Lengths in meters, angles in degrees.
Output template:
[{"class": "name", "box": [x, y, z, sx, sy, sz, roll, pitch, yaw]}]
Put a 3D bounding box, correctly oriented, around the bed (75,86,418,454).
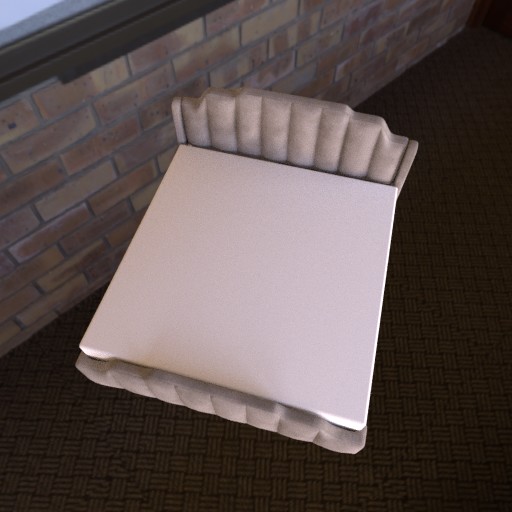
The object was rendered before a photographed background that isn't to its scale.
[{"class": "bed", "box": [0.000, 0.000, 3.450, 2.074, 1.245, 2.340, 13, 59, 8]}]
